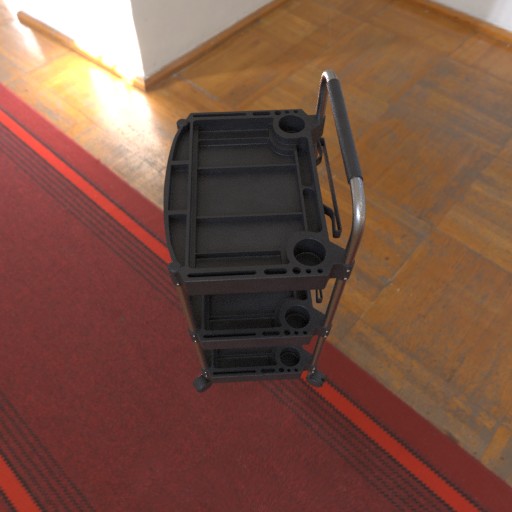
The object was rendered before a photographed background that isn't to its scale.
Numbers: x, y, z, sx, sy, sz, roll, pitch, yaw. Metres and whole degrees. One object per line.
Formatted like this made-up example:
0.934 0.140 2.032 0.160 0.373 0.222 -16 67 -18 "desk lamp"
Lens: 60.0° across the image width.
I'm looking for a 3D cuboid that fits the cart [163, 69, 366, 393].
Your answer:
0.000 0.000 1.434 0.518 1.075 0.584 -3 58 -2 "cart"
